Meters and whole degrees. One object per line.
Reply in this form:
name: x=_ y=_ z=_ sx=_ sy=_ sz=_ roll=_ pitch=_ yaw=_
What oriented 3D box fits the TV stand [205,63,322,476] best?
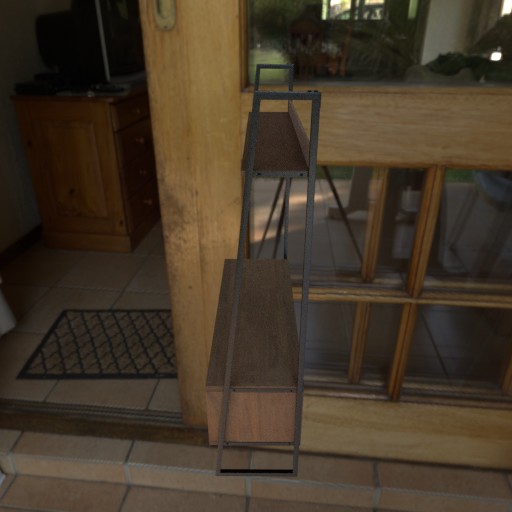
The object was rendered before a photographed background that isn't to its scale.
TV stand: x=0.000 y=0.000 z=2.313 sx=0.432 sy=1.772 sz=1.250 roll=0 pitch=27 yaw=0
